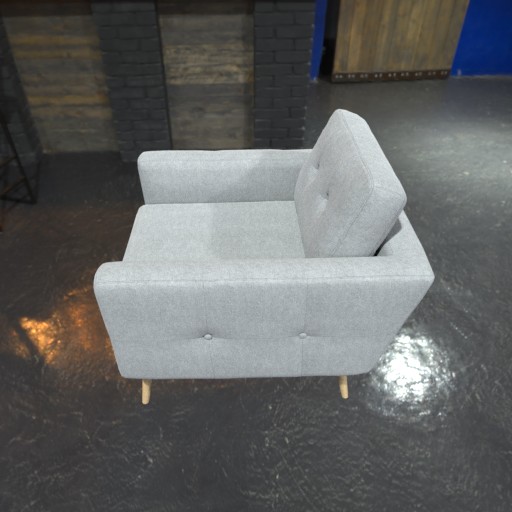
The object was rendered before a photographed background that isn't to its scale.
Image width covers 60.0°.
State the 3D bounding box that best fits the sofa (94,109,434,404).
[{"bbox_3d":[0.000,0.000,1.552,0.920,0.860,0.770,-1,39,-1],"label":"sofa"}]
